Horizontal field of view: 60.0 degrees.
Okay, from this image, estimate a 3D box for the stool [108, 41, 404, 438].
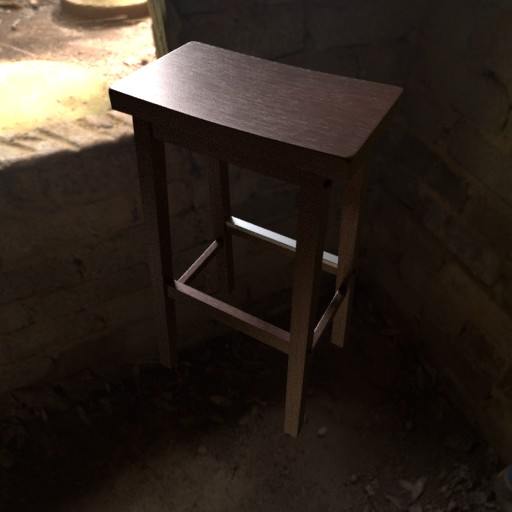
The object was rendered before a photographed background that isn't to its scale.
[{"bbox_3d":[0.000,0.000,0.951,0.406,0.742,0.322,22,49,20],"label":"stool"}]
